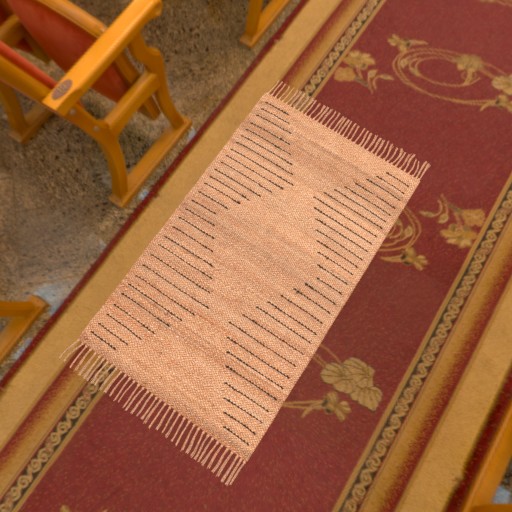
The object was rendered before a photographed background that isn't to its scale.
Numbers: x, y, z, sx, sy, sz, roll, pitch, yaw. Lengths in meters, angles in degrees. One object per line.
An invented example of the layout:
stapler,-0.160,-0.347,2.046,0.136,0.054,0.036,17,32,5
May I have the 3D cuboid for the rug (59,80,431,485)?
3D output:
rug,0.000,0.000,2.022,0.905,0.017,1.718,33,77,8
